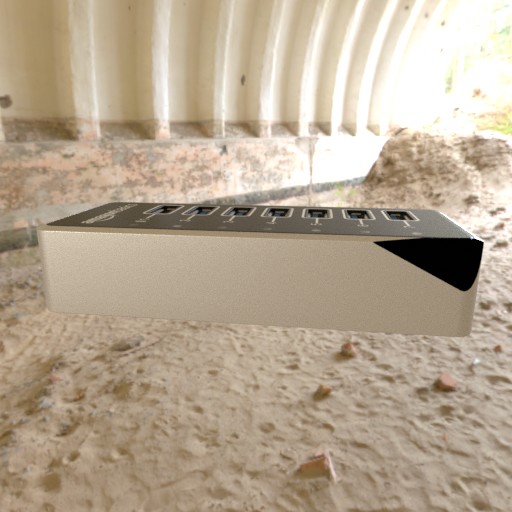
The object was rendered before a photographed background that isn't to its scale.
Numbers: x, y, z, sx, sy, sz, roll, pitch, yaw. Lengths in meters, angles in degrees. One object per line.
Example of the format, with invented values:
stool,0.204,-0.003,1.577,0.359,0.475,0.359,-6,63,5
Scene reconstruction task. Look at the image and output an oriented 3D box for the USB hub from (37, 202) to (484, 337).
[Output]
USB hub,0.000,0.000,0.128,0.110,0.023,0.044,2,16,8
